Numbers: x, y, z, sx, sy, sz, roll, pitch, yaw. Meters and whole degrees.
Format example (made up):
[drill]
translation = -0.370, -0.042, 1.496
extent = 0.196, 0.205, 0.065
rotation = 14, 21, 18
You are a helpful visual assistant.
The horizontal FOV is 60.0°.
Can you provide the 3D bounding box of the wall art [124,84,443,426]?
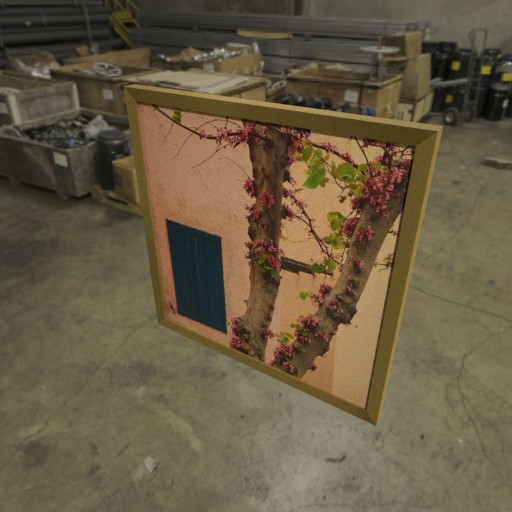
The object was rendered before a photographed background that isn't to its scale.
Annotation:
[wall art]
translation = 0.000, 0.000, 1.142
extent = 0.762, 0.762, 0.038
rotation = 18, 35, 28
